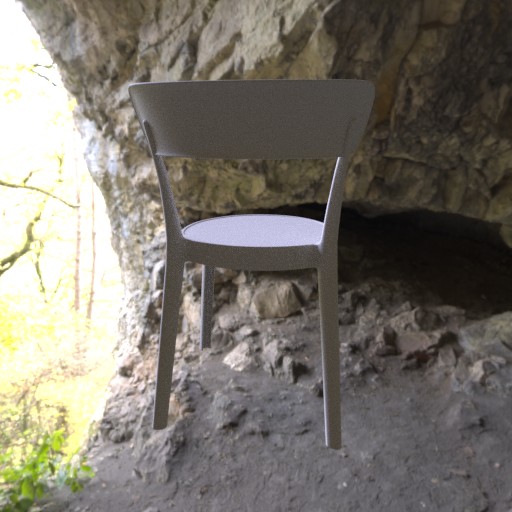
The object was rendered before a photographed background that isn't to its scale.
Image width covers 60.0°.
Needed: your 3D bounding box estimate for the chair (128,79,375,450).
[{"bbox_3d":[0.000,0.000,1.115,0.506,0.790,0.491,3,17,9],"label":"chair"}]
